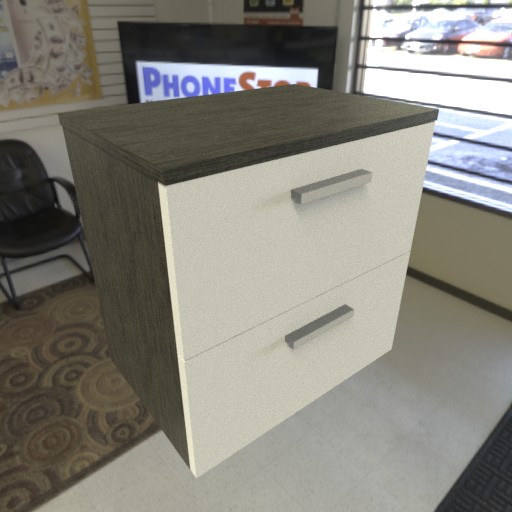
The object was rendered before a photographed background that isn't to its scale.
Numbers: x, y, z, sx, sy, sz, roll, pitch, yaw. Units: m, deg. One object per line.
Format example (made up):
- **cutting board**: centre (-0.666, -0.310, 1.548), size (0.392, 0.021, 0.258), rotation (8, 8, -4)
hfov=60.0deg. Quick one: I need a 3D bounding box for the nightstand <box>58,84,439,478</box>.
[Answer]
- **nightstand**: centre (0.000, 0.000, 0.731), size (0.441, 0.460, 0.325), rotation (-21, 35, -32)
